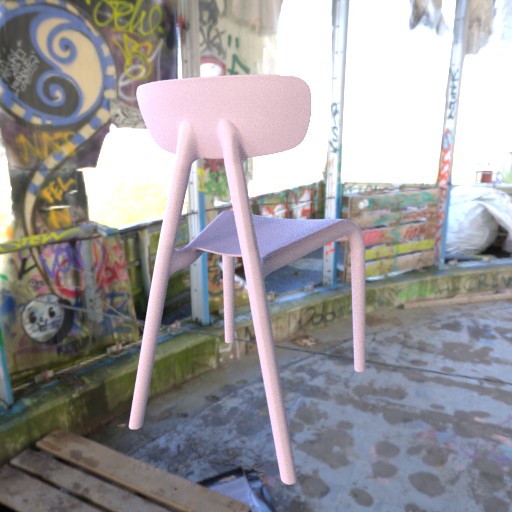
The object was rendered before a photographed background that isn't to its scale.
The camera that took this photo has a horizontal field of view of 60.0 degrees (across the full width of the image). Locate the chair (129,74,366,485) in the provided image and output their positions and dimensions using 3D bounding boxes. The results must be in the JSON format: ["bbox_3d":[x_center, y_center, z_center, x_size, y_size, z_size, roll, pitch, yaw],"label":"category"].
[{"bbox_3d":[0.000,0.000,0.824,0.356,0.580,0.401,7,16,25],"label":"chair"}]
